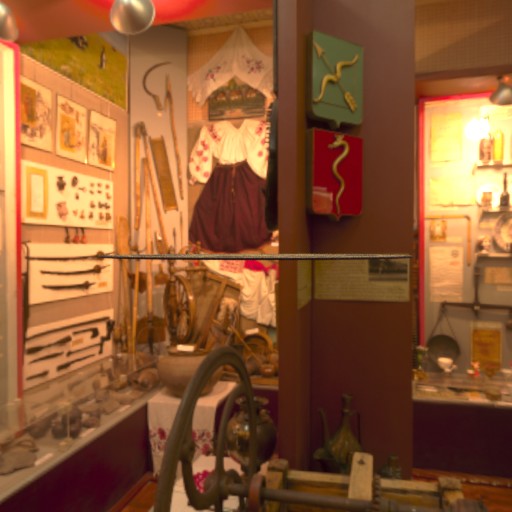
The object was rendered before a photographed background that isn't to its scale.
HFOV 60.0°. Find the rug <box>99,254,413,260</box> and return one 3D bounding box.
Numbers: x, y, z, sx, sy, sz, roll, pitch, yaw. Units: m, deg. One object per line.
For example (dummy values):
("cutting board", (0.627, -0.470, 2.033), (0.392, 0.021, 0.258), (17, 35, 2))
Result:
("rug", (0.000, 0.000, 2.374), (1.591, 0.010, 1.591), (0, 1, 0))
